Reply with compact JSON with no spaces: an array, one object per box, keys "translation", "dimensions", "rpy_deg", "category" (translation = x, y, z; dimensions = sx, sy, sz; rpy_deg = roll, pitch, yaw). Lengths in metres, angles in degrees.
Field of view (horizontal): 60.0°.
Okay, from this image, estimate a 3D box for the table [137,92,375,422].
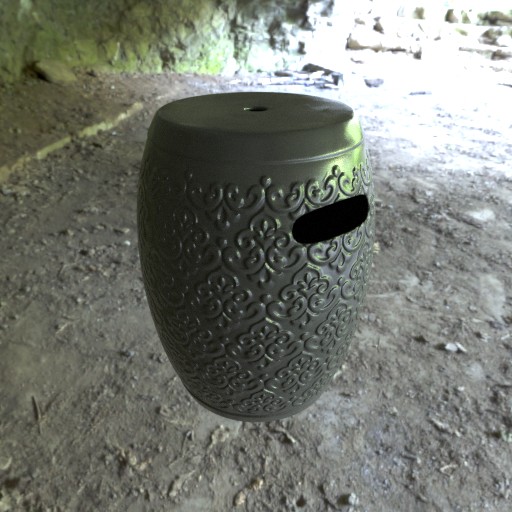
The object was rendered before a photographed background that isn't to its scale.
[{"translation":[0.000,0.000,0.612],"dimensions":[0.309,0.397,0.309],"rpy_deg":[0,30,0],"category":"table"}]
